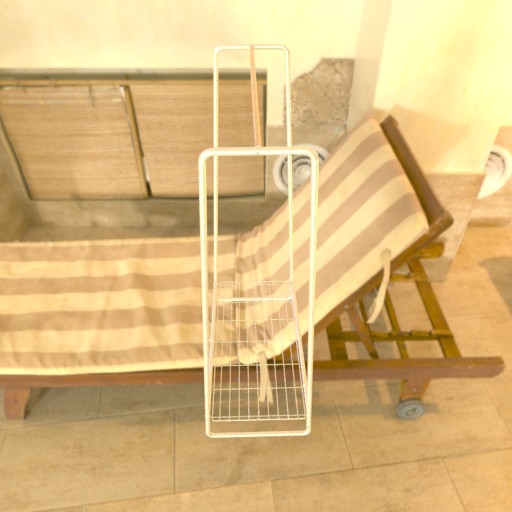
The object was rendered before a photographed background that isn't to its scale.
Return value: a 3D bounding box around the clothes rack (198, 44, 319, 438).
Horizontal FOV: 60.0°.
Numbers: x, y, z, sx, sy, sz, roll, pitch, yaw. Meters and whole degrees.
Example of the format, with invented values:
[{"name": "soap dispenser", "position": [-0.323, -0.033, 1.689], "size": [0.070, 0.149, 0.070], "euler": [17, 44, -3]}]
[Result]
[{"name": "clothes rack", "position": [0.000, 0.000, 1.949], "size": [0.495, 1.500, 0.900], "euler": [-1, 41, -1]}]
